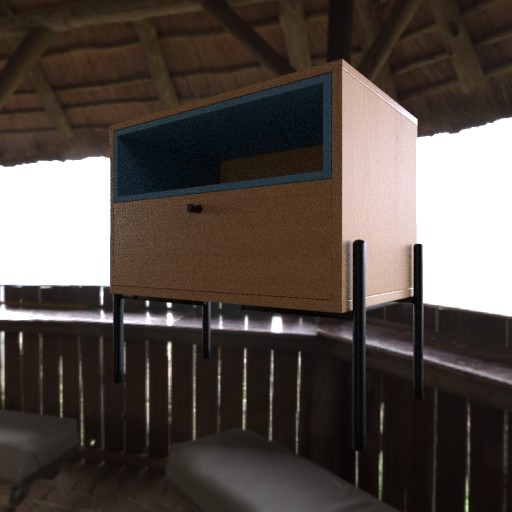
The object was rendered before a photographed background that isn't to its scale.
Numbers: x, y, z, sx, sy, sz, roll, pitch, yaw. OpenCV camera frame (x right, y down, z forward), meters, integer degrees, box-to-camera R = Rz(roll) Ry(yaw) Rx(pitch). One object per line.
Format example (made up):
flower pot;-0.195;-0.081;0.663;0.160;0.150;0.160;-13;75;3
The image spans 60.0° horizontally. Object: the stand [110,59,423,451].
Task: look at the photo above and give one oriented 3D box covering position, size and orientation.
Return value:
stand;0.000;0.000;0.985;0.630;0.600;0.400;0;0;37
